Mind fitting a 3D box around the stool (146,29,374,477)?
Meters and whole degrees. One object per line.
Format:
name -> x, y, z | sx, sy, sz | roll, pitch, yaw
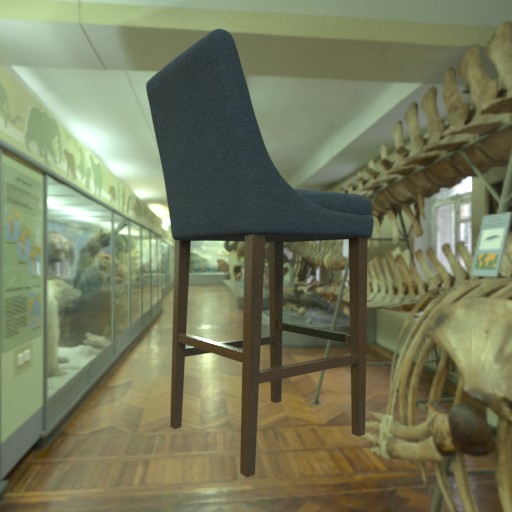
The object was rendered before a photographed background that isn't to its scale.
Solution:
stool -> 0.000, 0.000, 1.353 | 0.577, 1.078, 0.470 | 0, -1, -37
